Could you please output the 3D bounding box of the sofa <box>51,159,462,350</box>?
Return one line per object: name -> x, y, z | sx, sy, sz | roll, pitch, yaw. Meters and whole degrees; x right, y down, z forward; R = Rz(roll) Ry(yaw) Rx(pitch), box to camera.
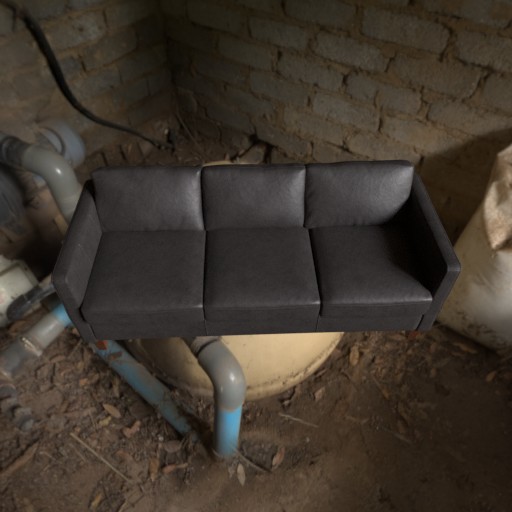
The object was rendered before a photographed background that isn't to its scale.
sofa -> 0.000, 0.000, 3.139 | 2.464, 1.006, 1.045 | -2, 47, -1
